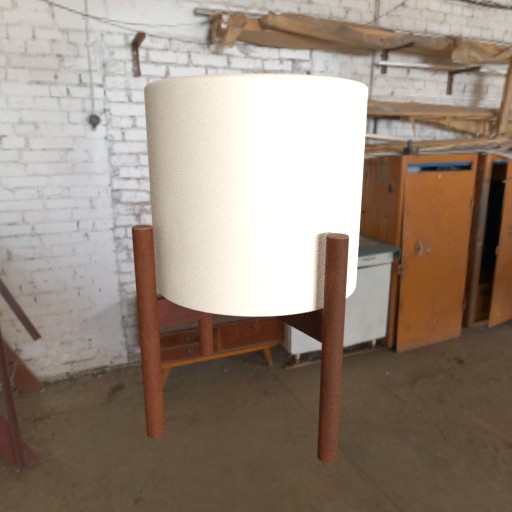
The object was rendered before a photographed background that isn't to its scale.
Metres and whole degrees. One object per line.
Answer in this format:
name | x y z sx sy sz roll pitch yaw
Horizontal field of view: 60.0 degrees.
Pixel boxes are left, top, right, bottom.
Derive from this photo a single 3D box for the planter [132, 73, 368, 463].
planter | 0.000 0.000 0.501 0.224 0.358 0.224 3 15 11
